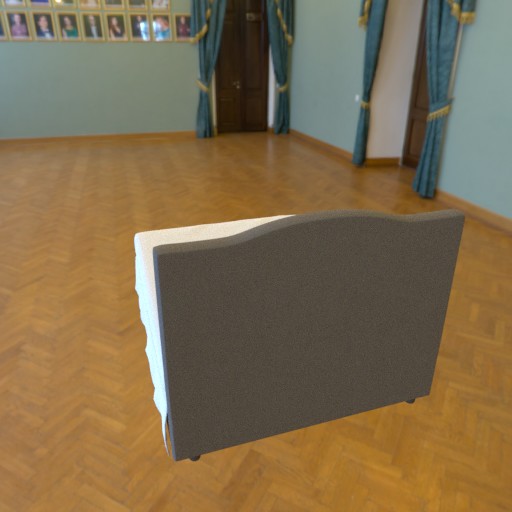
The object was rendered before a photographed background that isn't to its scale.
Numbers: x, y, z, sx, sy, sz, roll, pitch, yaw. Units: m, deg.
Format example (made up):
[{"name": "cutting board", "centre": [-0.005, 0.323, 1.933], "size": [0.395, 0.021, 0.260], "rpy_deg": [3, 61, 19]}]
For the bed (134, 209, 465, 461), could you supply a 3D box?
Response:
[{"name": "bed", "centre": [0.000, 0.000, 3.440], "size": [1.821, 1.436, 2.282], "rpy_deg": [-8, 26, -17]}]
